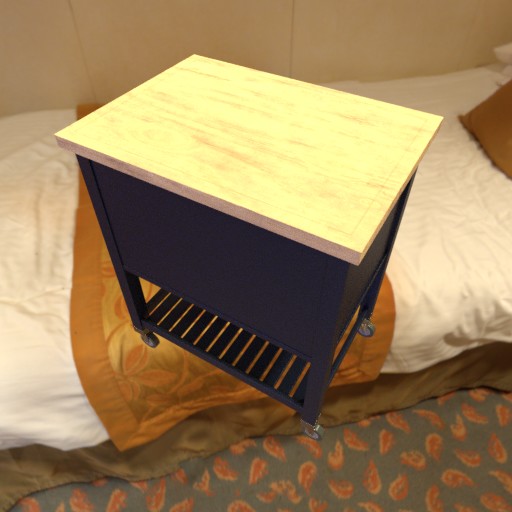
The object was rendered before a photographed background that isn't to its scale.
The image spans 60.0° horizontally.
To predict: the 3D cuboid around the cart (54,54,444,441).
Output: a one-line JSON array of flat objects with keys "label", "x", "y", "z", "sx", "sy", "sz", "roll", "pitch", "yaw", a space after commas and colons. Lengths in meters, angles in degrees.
[{"label": "cart", "x": 0.000, "y": 0.000, "z": 1.426, "sx": 0.797, "sy": 0.920, "sz": 0.567, "roll": 23, "pitch": 50, "yaw": 21}]
